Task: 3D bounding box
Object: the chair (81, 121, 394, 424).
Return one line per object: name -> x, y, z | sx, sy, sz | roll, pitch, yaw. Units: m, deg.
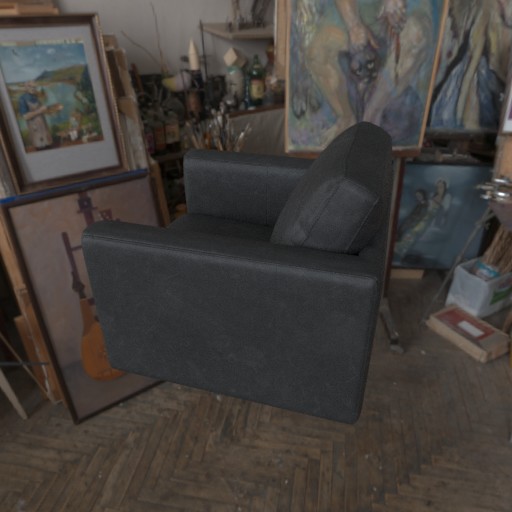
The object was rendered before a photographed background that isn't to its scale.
chair -> 0.000, 0.000, 1.602 | 0.879, 0.898, 0.831 | 9, 33, 14
